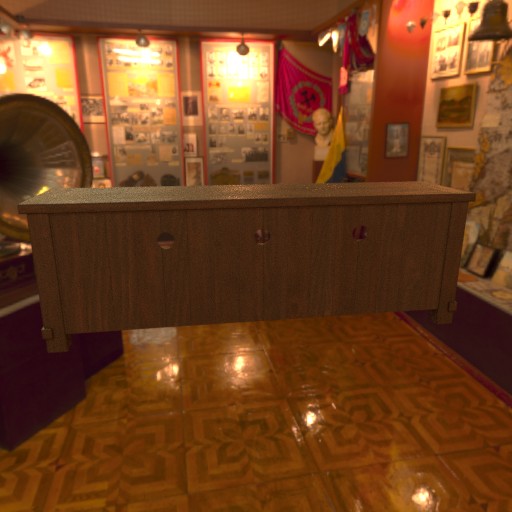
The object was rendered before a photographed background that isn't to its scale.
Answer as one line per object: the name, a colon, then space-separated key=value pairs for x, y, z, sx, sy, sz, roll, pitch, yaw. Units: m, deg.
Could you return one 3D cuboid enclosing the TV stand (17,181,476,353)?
TV stand: x=0.000 y=0.000 z=2.085 sx=1.866 sy=0.615 sz=0.471 roll=-3 pitch=16 yaw=-9
